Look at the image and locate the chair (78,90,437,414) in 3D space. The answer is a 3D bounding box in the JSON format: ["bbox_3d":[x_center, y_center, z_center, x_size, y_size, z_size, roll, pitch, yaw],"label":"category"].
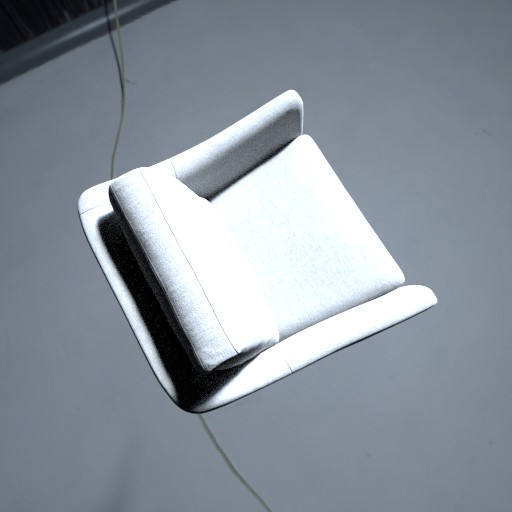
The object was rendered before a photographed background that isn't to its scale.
[{"bbox_3d":[0.000,0.000,1.714,0.961,0.902,0.986,-29,77,-7],"label":"chair"}]
